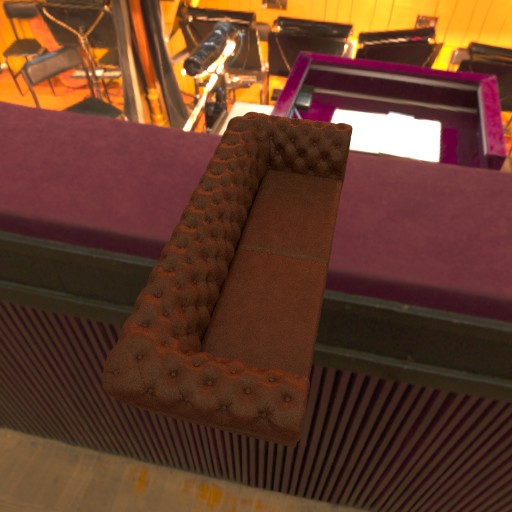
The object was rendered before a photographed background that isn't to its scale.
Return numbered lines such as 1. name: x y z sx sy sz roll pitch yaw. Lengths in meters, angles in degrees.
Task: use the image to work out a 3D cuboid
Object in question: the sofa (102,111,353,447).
1. sofa: 0.000 0.000 2.848 0.944 0.783 2.385 10 48 9
